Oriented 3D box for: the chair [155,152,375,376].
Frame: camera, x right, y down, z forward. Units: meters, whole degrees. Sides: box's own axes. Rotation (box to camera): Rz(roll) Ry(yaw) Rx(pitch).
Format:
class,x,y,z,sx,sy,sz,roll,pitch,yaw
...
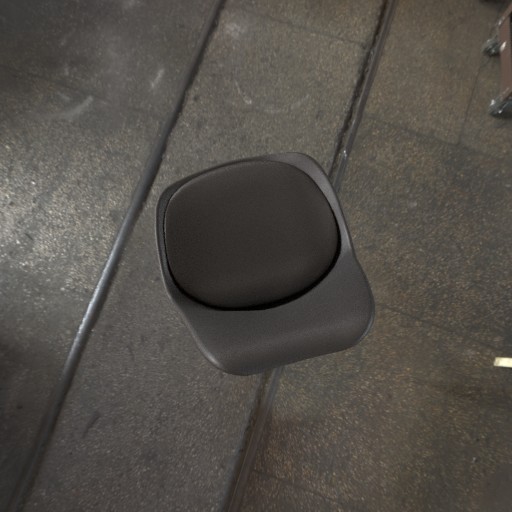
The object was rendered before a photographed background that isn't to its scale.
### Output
class,x,y,z,sx,sy,sz,roll,pitch,yaw
chair,0.000,0.000,1.179,0.485,0.850,0.550,-14,78,-3
